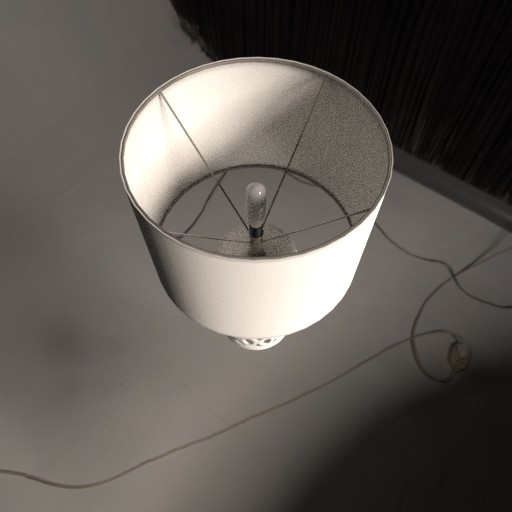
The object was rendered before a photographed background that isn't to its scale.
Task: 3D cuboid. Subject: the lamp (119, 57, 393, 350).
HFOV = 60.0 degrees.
[{"bbox_3d":[0.000,0.000,0.716,0.310,0.502,0.310,0,60,0],"label":"lamp"}]
